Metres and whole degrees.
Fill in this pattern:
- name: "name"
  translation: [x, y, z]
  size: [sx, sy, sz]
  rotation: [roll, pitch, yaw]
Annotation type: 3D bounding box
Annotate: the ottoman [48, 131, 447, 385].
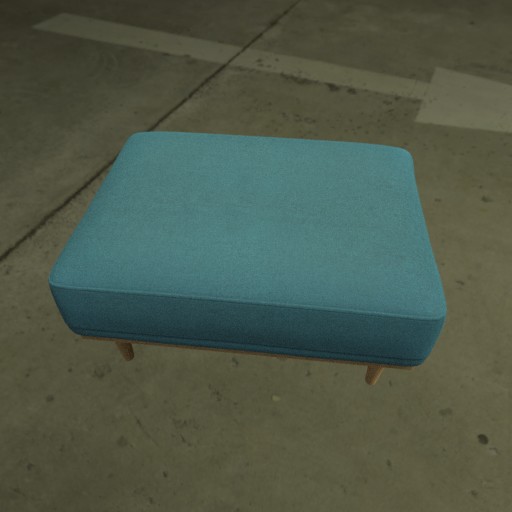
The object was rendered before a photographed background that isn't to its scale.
- name: "ottoman"
  translation: [0.000, 0.000, 1.084]
  size: [0.749, 0.428, 0.549]
  rotation: [5, 47, 4]
